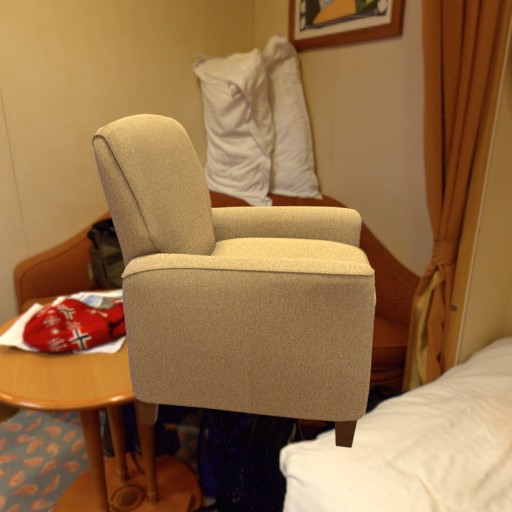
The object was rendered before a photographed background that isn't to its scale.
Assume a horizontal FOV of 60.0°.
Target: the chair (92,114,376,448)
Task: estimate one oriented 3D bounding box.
[{"bbox_3d":[0.000,0.000,1.665,0.864,1.014,0.848,3,19,9],"label":"chair"}]
